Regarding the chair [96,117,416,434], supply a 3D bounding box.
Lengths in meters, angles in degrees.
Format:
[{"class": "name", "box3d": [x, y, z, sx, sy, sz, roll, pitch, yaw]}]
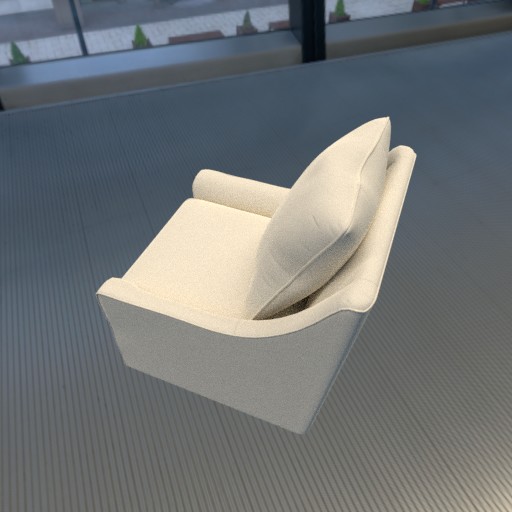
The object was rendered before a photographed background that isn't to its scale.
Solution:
[{"class": "chair", "box3d": [0.000, 0.000, 1.608, 0.876, 0.965, 0.756, 16, 48, 15]}]
